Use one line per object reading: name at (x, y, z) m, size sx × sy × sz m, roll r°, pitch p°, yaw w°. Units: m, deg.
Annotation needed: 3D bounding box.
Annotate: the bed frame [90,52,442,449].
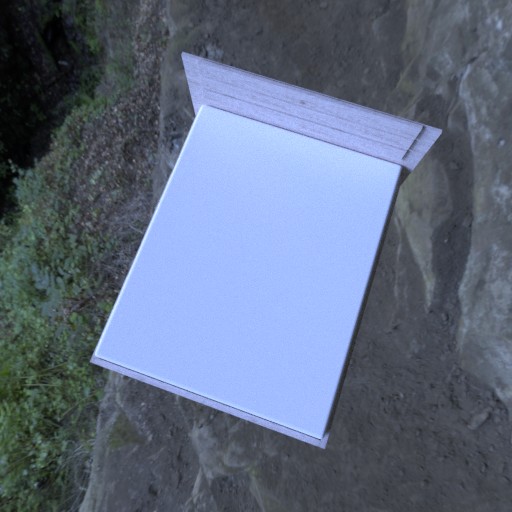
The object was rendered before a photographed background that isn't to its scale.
bed frame at (0.000, 0.000, 3.055) m, size 1.750 × 0.970 × 2.080 m, roll 19°, pitch 76°, yaw 5°
